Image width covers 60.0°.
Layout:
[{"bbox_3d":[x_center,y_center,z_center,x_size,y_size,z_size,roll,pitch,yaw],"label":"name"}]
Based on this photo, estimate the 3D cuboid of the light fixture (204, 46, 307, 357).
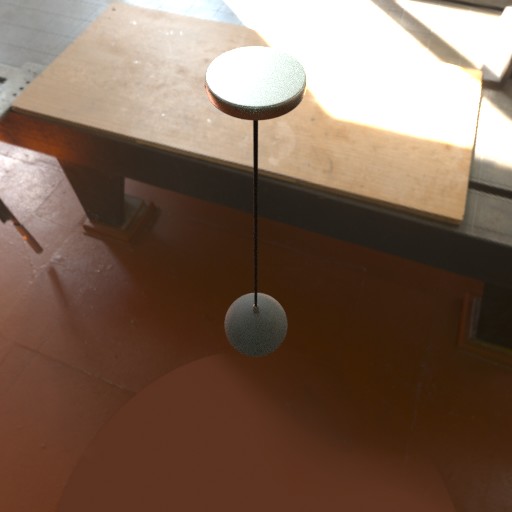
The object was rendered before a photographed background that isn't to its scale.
[{"bbox_3d":[0.000,0.000,0.831,0.153,0.760,0.153,-30,61,-19],"label":"light fixture"}]
